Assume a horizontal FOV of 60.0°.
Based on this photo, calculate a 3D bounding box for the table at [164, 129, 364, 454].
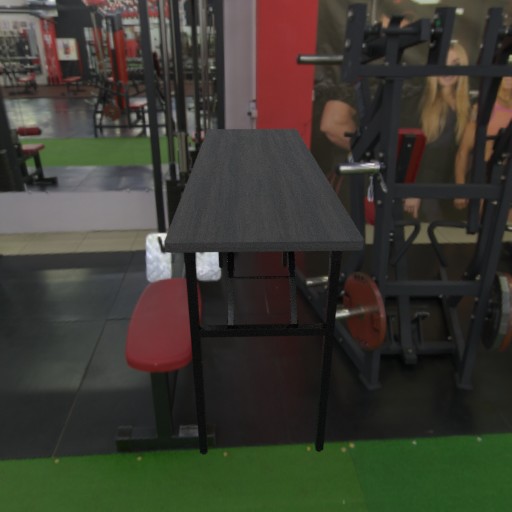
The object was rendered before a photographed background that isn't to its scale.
[{"bbox_3d":[0.000,0.000,1.780,0.449,0.750,1.399,-1,26,-1],"label":"table"}]
